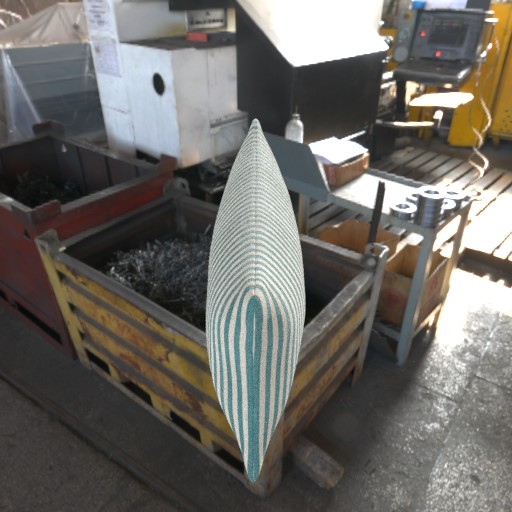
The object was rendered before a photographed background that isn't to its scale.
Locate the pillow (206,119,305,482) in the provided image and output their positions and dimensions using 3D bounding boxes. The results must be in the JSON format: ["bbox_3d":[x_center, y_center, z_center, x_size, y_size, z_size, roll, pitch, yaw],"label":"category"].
[{"bbox_3d":[0.000,0.000,0.742,0.151,0.295,0.617,0,32,0],"label":"pillow"}]
